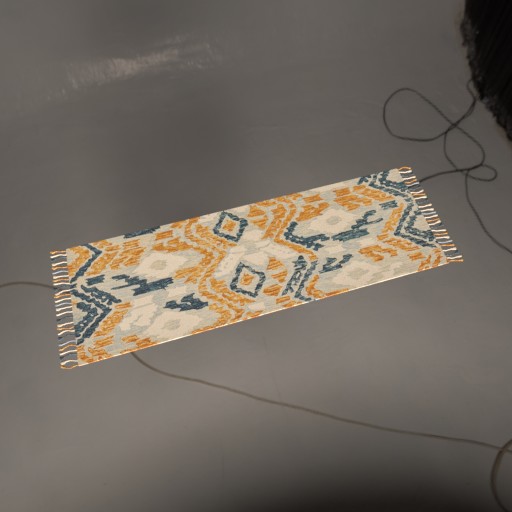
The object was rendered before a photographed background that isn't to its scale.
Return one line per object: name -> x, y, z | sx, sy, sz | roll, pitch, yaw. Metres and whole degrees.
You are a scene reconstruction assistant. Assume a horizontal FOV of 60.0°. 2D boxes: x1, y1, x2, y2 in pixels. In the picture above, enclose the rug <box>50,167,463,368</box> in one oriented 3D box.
rug -> 0.000, 0.000, 2.738 | 2.437, 0.010, 0.783 | -15, 63, -8
